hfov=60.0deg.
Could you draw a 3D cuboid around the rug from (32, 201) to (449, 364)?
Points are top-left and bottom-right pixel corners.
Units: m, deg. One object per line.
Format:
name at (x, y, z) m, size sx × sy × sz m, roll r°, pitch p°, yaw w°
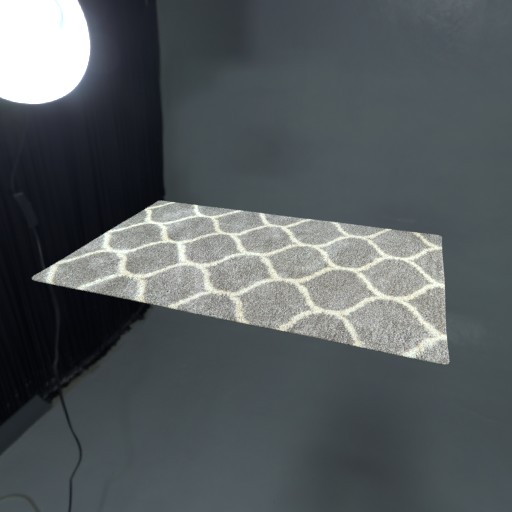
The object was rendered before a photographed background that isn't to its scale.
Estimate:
rug at (0.000, 0.000, 2.953) m, size 2.348 × 0.025 × 1.501 m, roll 9°, pitch 28°, yaw 17°
